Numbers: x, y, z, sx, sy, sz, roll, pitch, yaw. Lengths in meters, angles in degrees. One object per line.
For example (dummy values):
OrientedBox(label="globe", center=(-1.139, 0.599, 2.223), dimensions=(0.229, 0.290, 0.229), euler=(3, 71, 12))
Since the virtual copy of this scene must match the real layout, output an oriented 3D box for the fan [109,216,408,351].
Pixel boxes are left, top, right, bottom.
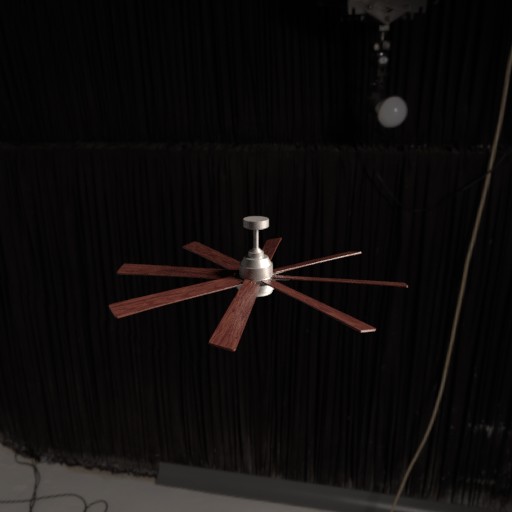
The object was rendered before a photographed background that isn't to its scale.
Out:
OrientedBox(label="fan", center=(0.000, 0.000, 2.760), dimensions=(1.830, 0.472, 1.830), euler=(3, 18, 9))
